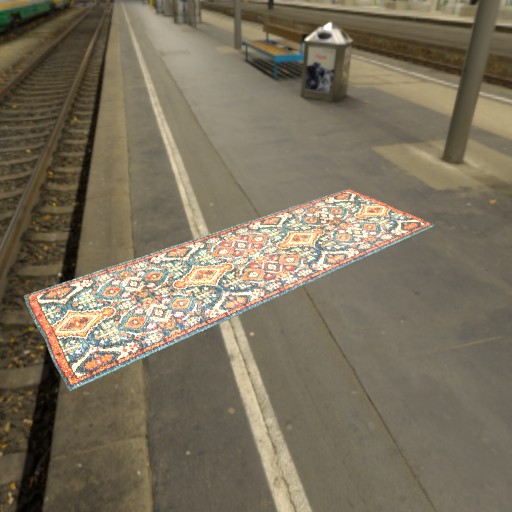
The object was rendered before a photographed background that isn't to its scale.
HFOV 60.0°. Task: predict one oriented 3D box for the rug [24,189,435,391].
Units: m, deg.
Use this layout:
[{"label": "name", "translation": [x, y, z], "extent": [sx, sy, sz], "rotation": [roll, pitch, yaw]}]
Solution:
[{"label": "rug", "translation": [0.000, 0.000, 2.673], "extent": [2.459, 0.010, 0.801], "rotation": [-21, 37, -30]}]
